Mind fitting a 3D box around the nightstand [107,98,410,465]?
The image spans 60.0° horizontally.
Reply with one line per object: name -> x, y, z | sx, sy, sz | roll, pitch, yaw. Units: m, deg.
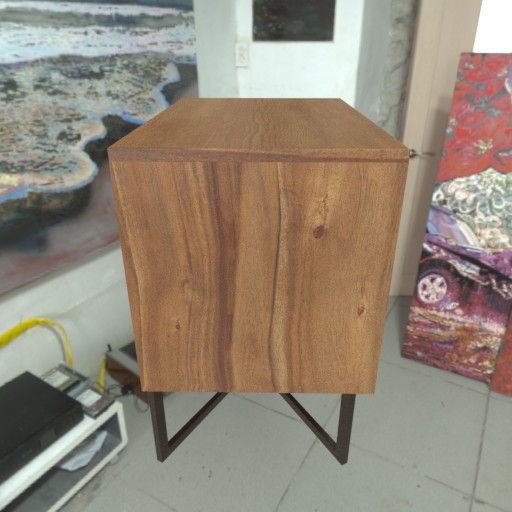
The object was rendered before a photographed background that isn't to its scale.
nightstand -> 0.000, 0.000, 1.007 | 0.427, 0.615, 0.613 | 0, 26, 1
